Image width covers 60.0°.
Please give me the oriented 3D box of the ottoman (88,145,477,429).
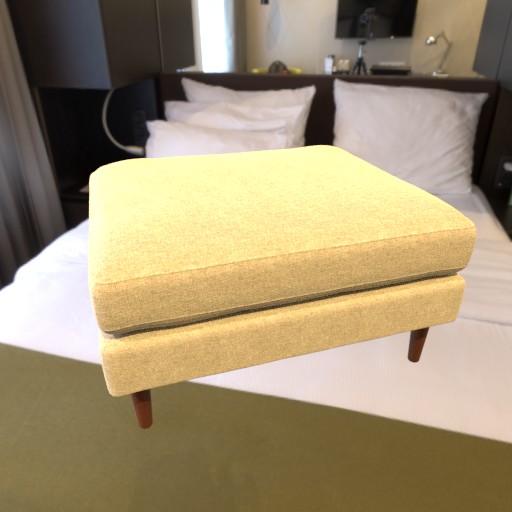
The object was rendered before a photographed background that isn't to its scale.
[{"bbox_3d":[0.000,0.000,1.216,0.821,0.474,0.693,-9,29,-16],"label":"ottoman"}]
